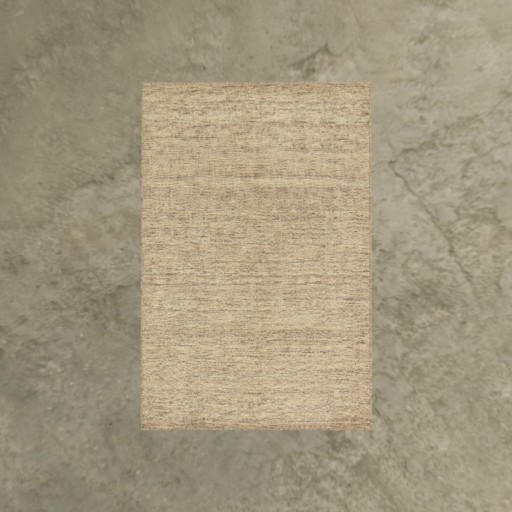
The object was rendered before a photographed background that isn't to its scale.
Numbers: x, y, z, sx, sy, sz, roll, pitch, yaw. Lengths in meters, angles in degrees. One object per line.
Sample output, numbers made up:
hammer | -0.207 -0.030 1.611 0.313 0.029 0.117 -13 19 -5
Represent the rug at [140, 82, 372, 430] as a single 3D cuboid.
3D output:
rug | 0.000 0.000 2.324 1.211 0.018 1.822 0 90 0
